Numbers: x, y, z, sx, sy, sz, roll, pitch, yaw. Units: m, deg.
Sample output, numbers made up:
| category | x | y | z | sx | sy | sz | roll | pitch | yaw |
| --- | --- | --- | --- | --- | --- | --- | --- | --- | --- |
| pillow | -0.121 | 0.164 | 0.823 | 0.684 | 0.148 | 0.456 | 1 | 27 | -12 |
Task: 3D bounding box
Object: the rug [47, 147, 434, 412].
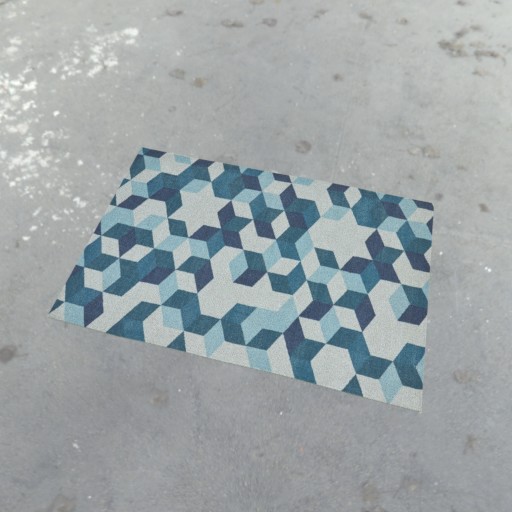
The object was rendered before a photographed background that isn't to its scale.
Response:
| category | x | y | z | sx | sy | sz | roll | pitch | yaw |
| --- | --- | --- | --- | --- | --- | --- | --- | --- | --- |
| rug | 0.000 | 0.000 | 2.397 | 1.829 | 0.014 | 1.235 | 13 | 59 | 8 |
